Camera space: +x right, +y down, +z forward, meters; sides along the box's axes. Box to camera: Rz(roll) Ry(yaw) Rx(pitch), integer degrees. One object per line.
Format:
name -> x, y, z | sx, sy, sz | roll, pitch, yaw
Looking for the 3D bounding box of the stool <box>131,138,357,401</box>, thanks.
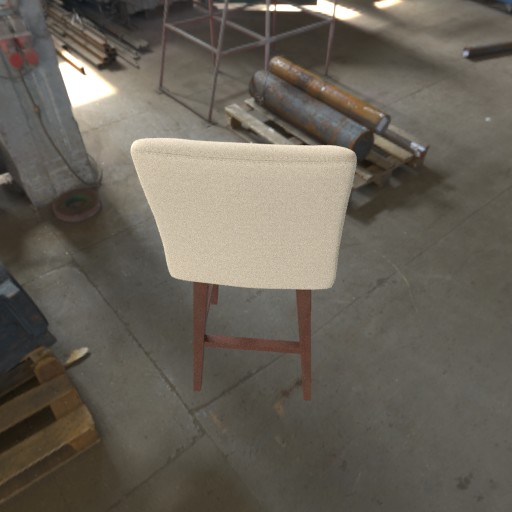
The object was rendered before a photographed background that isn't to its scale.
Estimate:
stool -> 0.000, 0.000, 1.394 | 0.483, 1.093, 0.559 | 4, 46, 4
